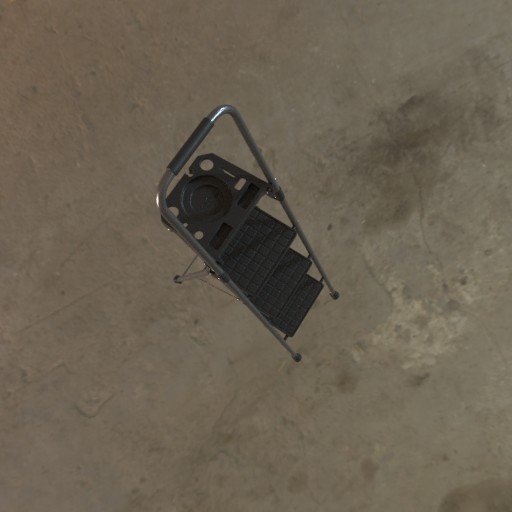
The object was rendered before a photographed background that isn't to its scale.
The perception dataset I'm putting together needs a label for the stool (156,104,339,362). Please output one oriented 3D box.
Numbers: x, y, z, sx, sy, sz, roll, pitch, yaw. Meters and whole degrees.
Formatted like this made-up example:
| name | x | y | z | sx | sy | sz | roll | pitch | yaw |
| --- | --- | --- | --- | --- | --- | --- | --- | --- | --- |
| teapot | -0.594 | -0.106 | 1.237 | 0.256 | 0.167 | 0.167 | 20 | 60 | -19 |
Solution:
| name | x | y | z | sx | sy | sz | roll | pitch | yaw |
| --- | --- | --- | --- | --- | --- | --- | --- | --- | --- |
| stool | 0.000 | 0.000 | 1.562 | 0.733 | 1.277 | 0.396 | 32 | 78 | 8 |
